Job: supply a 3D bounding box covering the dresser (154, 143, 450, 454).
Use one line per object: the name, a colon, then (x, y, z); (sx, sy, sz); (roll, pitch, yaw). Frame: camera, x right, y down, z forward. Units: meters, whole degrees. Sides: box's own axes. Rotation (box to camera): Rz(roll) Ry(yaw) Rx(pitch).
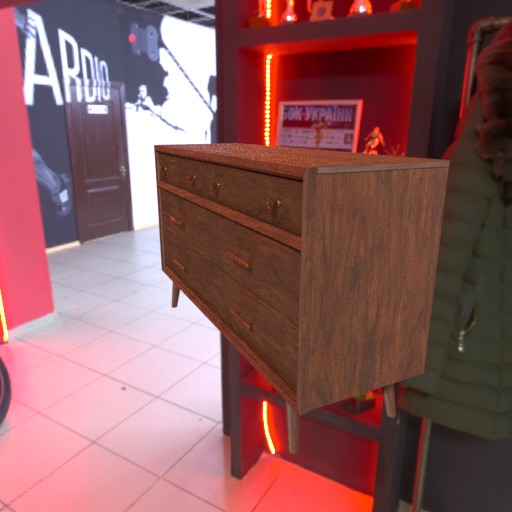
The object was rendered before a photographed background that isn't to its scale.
dresser: (0.000, 0.000, 1.913); (0.500, 0.889, 1.472); (-8, 18, -25)
